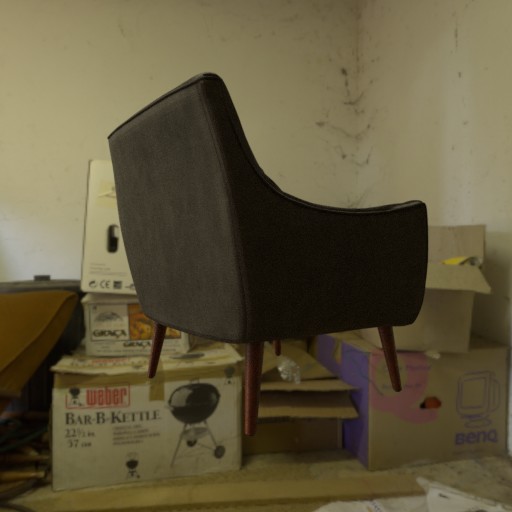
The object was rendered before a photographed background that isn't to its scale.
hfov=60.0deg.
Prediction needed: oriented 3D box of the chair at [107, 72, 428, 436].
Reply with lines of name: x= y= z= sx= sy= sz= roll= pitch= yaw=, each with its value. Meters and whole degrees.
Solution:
chair: x=0.000 y=0.000 z=1.418 sx=0.787 sy=0.838 sz=0.762 roll=0 pitch=1 yaw=-36
